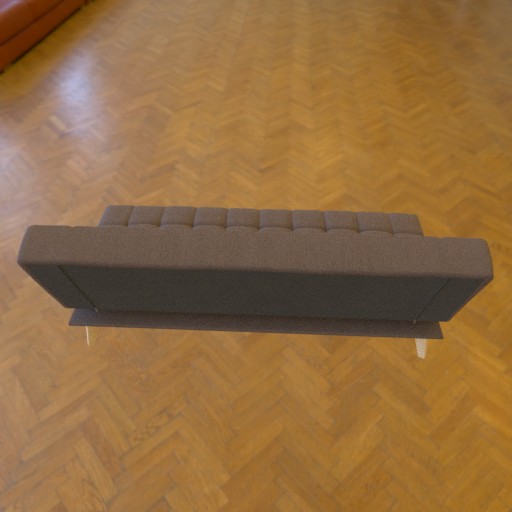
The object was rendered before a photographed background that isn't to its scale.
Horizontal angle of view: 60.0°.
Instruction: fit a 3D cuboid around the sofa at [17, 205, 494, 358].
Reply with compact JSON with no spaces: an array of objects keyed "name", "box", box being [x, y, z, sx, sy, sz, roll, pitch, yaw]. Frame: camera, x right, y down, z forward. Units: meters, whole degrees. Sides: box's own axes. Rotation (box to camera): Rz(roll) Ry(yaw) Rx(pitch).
[{"name":"sofa","box":[0.000,0.000,2.186,1.800,0.810,0.860,2,44,2]}]
